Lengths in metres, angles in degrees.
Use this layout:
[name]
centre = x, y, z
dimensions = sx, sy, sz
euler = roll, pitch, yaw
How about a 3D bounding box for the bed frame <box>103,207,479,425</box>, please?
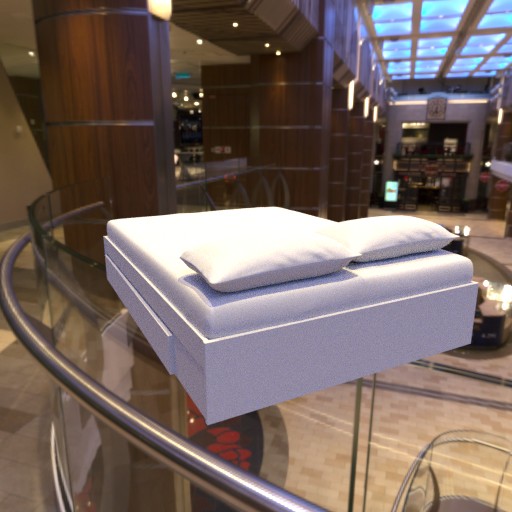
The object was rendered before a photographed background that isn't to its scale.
[bed frame]
centre = 0.000, 0.000, 2.666
dimensions = 1.450, 0.629, 1.950
euler = -8, 17, -27
